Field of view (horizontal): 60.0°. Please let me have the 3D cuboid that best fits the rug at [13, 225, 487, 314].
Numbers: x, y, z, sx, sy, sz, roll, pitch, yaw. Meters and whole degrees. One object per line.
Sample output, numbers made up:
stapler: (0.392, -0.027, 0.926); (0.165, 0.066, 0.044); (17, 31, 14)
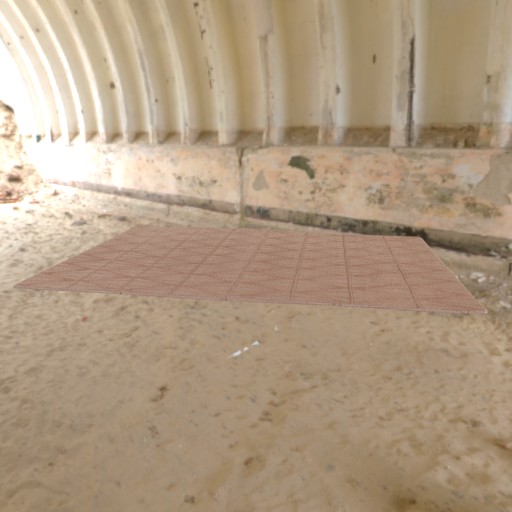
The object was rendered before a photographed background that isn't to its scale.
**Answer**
rug: (0.000, 0.000, 2.258); (1.837, 0.025, 1.230); (2, 15, 9)
